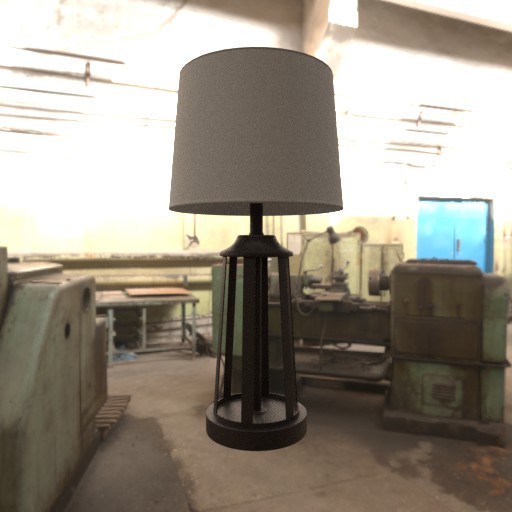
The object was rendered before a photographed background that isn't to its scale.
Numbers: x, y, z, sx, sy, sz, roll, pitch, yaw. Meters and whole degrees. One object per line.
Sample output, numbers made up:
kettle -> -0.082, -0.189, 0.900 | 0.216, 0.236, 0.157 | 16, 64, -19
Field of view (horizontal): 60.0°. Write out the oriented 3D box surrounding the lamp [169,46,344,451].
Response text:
lamp -> 0.000, 0.000, 0.649 | 0.251, 0.509, 0.251 | 0, 2, 0
